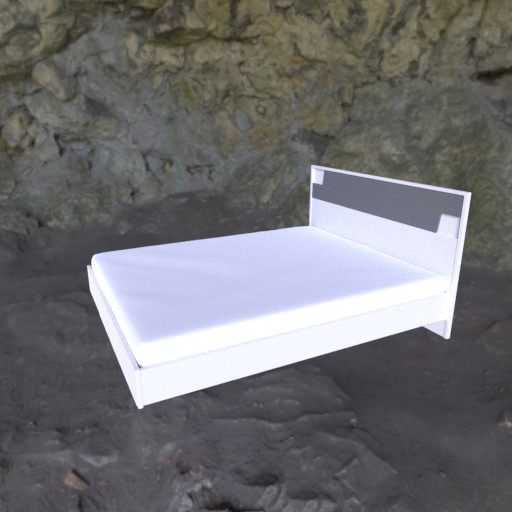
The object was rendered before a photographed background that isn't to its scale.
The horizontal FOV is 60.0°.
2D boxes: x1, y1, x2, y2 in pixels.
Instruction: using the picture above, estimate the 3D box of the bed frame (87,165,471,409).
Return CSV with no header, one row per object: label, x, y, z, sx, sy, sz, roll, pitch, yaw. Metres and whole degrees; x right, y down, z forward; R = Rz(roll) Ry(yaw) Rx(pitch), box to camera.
bed frame,0.000,0.000,3.148,2.100,1.001,1.711,-9,20,-26
